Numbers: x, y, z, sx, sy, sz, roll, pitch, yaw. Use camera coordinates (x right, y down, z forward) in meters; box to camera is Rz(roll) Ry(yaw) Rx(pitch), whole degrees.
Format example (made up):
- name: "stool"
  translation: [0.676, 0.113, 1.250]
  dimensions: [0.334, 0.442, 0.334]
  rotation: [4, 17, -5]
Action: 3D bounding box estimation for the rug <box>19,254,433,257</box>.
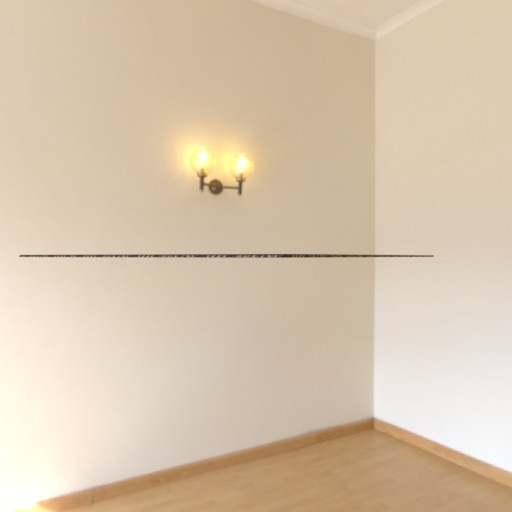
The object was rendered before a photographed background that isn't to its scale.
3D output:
- name: "rug"
  translation: [0.000, 0.000, 3.829]
  dimensions: [2.306, 0.017, 2.902]
  rotation: [0, 0, 34]
